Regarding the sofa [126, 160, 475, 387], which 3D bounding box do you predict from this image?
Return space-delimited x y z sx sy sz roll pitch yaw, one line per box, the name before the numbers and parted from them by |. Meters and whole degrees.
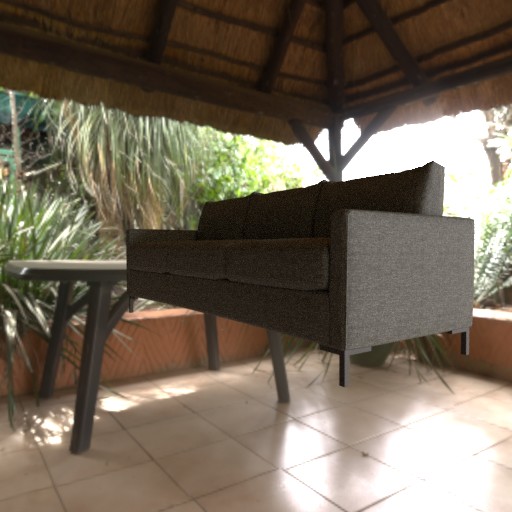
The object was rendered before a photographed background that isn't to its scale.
sofa | 0.000 0.000 2.667 0.876 0.879 2.253 -1 2 -36
